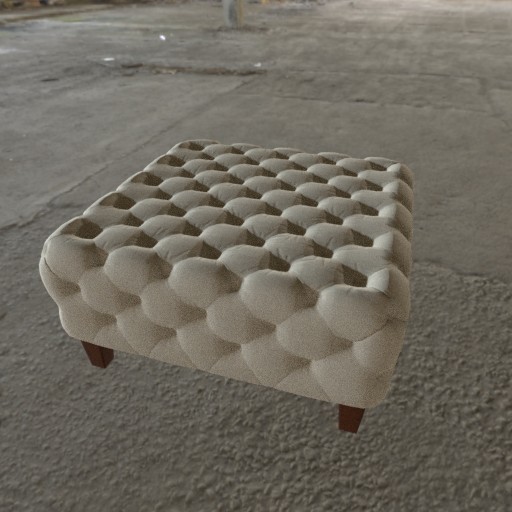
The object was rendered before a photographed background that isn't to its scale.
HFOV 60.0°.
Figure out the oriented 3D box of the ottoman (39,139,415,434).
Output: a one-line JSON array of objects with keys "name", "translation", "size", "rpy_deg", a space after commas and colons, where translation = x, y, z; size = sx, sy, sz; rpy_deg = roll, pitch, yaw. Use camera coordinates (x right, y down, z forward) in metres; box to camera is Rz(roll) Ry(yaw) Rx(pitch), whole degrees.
[{"name": "ottoman", "translation": [0.000, 0.000, 1.188], "size": [0.755, 0.376, 0.753], "rpy_deg": [10, 34, 15]}]
